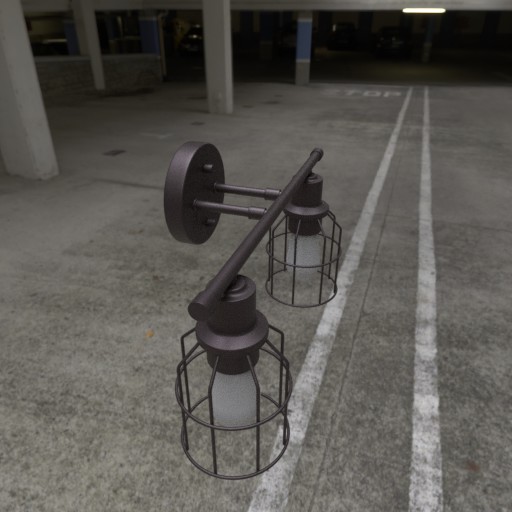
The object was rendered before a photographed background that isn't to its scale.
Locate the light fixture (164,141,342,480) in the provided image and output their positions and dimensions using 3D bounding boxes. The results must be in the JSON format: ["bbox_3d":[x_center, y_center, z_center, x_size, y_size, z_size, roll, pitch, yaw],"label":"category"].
[{"bbox_3d":[0.000,0.000,0.522,0.165,0.254,0.406,10,31,16],"label":"light fixture"}]
